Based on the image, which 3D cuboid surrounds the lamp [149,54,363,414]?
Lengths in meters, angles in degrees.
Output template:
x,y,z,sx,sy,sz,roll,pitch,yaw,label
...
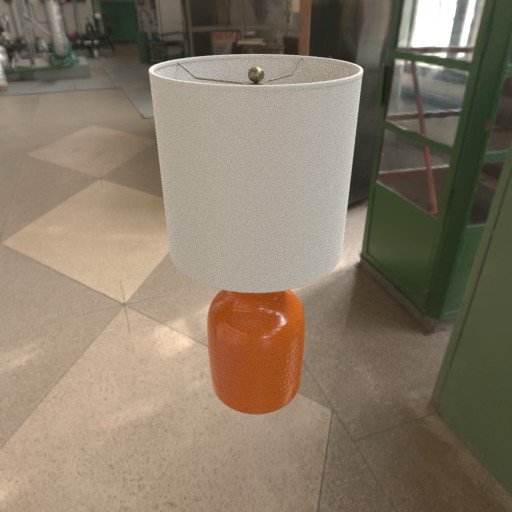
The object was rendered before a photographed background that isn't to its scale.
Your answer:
x,y,z,sx,sy,sz,roll,pitch,yaw,label
0.000,0.000,1.100,0.418,0.871,0.418,-10,32,-17,lamp
